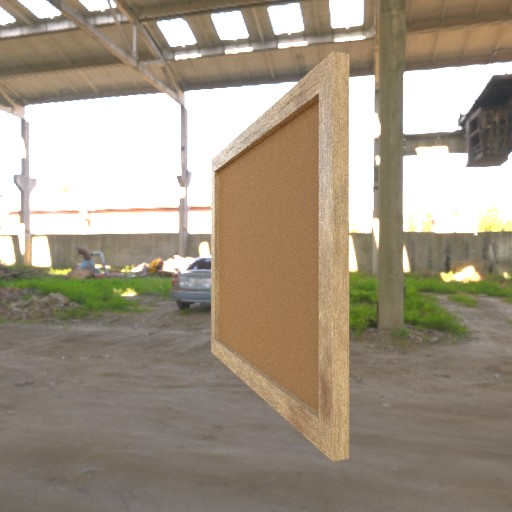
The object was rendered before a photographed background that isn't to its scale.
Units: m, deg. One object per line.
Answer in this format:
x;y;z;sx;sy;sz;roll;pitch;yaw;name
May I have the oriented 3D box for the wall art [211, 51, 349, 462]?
0.000;0.000;0.907;0.026;0.535;0.690;0;0;-19;wall art
